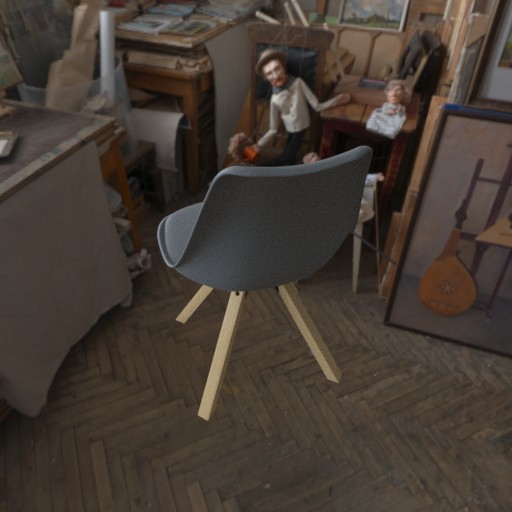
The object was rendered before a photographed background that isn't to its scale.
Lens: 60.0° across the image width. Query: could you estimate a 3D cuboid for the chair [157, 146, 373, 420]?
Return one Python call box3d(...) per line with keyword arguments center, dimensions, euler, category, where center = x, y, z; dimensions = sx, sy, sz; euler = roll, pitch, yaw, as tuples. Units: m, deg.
box3d(center=(0.000, 0.000, 1.185), dimensions=(0.485, 0.850, 0.549), euler=(-12, 43, -13), category="chair")
